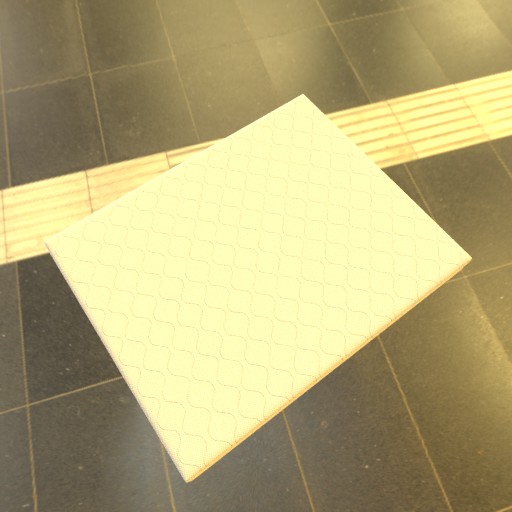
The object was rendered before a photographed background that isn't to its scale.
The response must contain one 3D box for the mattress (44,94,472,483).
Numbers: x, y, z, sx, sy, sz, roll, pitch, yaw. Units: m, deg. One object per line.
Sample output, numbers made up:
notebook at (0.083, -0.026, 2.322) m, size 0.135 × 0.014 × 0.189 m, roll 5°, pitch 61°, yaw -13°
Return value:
mattress at (0.000, 0.000, 2.707) m, size 2.000 × 0.200 × 1.600 m, roll -34°, pitch 69°, yaw -14°
